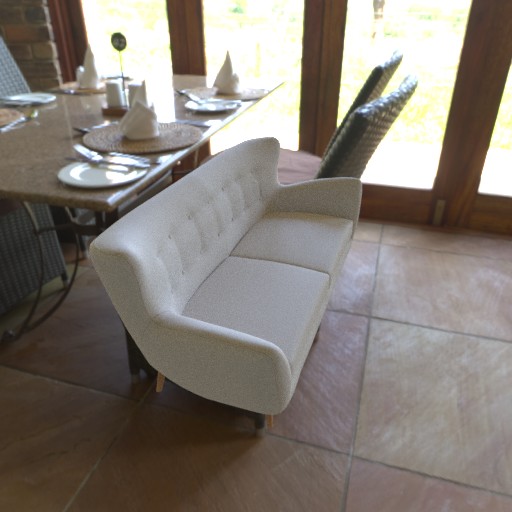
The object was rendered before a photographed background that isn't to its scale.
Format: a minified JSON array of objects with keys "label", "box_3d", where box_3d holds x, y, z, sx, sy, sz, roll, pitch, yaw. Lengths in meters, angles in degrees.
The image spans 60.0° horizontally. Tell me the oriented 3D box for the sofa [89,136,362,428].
[{"label":"sofa","box_3d":[0.000,0.000,2.503,0.899,0.890,1.930,10,31,18]}]
